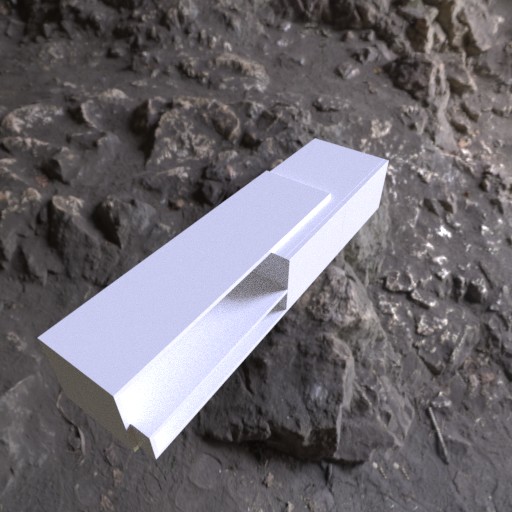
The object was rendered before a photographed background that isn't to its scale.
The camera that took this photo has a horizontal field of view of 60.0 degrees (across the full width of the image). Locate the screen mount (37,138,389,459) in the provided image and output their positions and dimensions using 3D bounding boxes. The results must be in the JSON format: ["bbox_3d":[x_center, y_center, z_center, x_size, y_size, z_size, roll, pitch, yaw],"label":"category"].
[{"bbox_3d":[0.000,0.000,1.863,0.420,0.320,1.680,25,47,26],"label":"screen mount"}]
